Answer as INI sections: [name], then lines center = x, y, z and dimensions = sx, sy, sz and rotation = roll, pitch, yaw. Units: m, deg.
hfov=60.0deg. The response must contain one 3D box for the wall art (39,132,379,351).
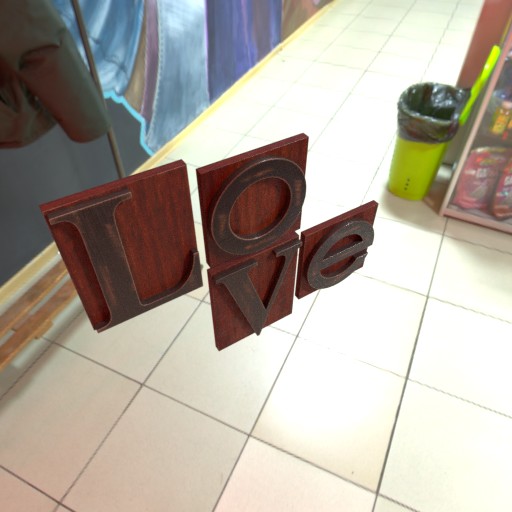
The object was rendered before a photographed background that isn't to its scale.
[wall art]
center = 0.000, 0.000, 0.850
dimensions = 0.635, 0.497, 0.030
rotation = -24, 50, -22
